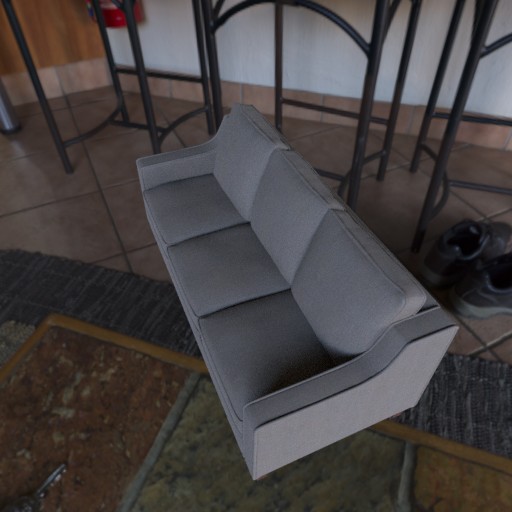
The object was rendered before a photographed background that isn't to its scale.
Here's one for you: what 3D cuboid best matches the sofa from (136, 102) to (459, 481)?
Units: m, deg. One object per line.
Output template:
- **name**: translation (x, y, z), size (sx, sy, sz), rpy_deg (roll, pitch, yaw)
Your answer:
- **sofa**: translation (0.000, 0.000, 2.506), size (0.911, 0.974, 1.986), rpy_deg (-17, 47, -16)
